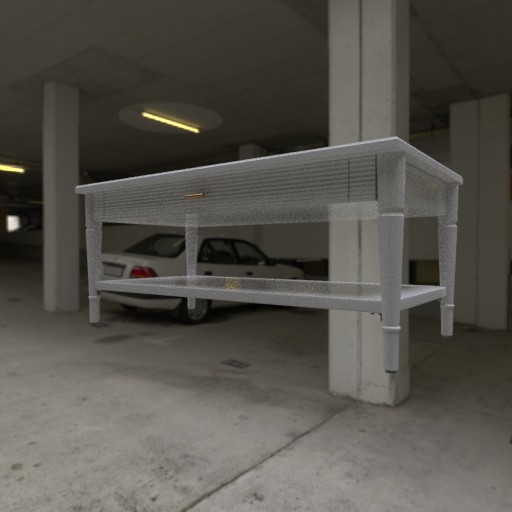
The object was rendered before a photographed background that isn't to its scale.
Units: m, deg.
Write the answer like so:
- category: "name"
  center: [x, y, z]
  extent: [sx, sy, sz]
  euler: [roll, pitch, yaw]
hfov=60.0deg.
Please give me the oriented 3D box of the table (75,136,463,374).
- category: "table"
  center: [0.000, 0.000, 1.368]
  extent: [1.067, 0.457, 0.559]
  euler: [0, 1, 36]
